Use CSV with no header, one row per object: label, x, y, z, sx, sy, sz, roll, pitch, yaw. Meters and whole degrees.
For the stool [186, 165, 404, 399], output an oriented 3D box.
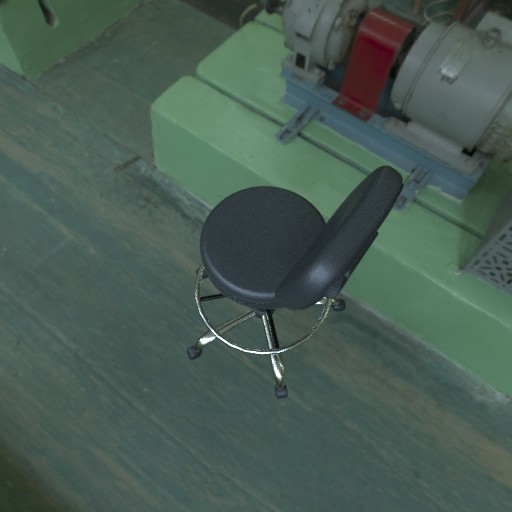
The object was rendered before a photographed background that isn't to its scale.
stool,0.000,0.000,1.510,0.658,1.069,0.694,33,68,15
